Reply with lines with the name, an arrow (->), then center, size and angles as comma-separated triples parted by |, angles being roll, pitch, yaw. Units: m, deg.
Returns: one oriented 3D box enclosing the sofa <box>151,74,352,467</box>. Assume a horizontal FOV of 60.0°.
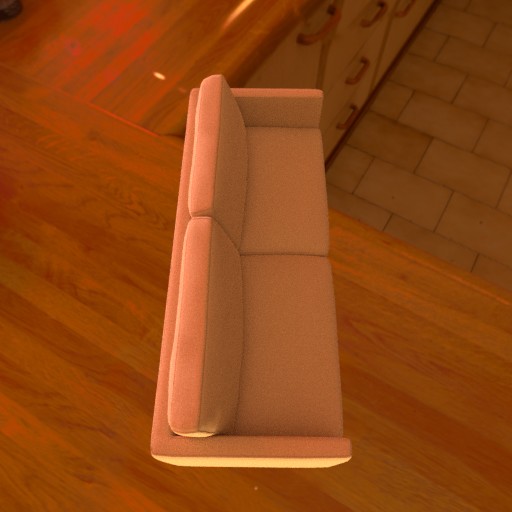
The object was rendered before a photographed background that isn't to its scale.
sofa -> 0.000, 0.000, 2.768 | 0.951, 0.968, 2.361 | 1, 62, 0
